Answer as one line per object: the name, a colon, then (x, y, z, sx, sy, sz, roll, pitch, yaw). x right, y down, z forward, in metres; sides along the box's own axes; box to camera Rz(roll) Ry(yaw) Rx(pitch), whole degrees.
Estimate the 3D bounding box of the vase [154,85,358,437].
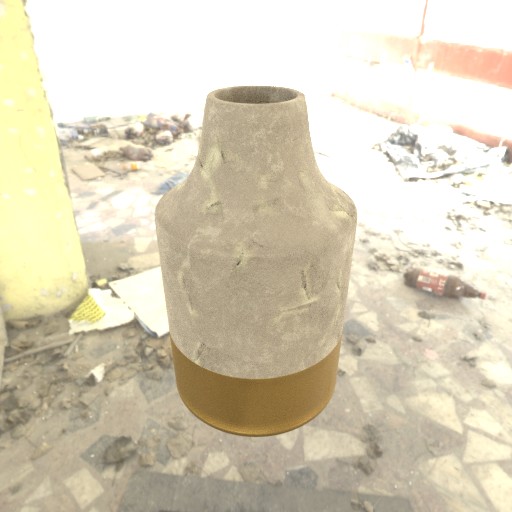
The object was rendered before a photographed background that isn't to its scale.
vase: (0.000, 0.000, 0.434, 0.184, 0.305, 0.184, 0, 31, 0)
